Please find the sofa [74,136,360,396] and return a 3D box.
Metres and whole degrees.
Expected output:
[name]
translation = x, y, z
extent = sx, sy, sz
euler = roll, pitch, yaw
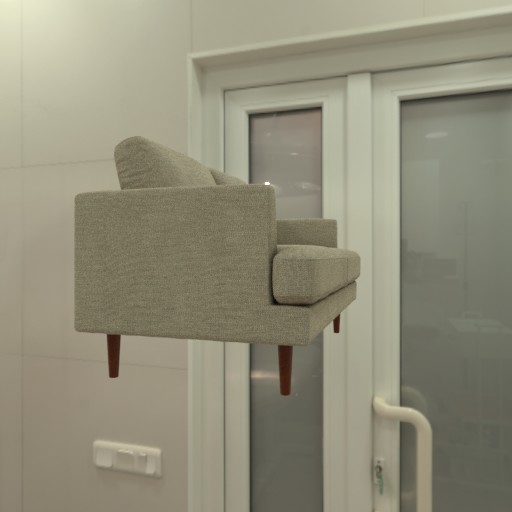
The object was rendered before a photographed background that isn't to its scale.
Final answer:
[sofa]
translation = 0.000, 0.000, 2.210
extent = 0.903, 0.944, 1.582
euler = 0, 0, 18
